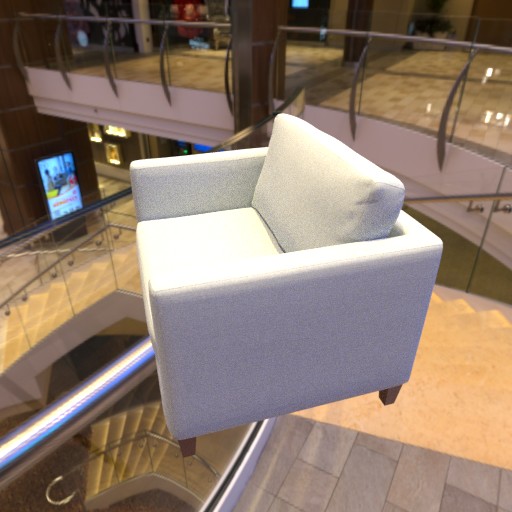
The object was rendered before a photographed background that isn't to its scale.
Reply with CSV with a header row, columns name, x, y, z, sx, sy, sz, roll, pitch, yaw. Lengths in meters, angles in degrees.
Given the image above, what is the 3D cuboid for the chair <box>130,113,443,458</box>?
name,x,y,z,sx,sy,sz,roll,pitch,yaw
chair,0.000,0.000,1.857,0.953,0.961,1.107,-9,33,-14
